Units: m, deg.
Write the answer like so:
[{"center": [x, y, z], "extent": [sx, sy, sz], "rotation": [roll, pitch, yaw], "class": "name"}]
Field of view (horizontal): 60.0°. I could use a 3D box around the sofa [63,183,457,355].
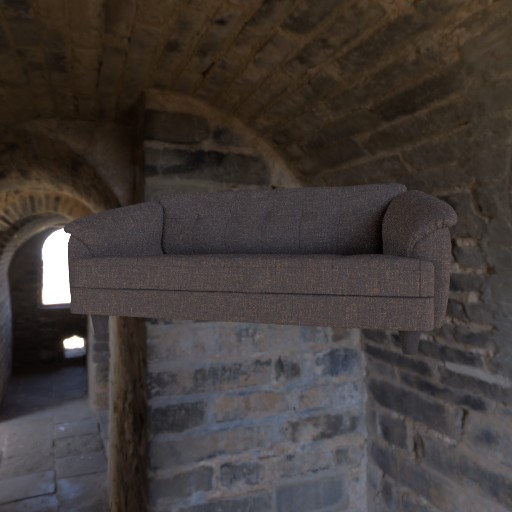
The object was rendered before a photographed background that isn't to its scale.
[{"center": [0.000, 0.000, 2.299], "extent": [1.849, 0.790, 0.887], "rotation": [0, 0, 18], "class": "sofa"}]
